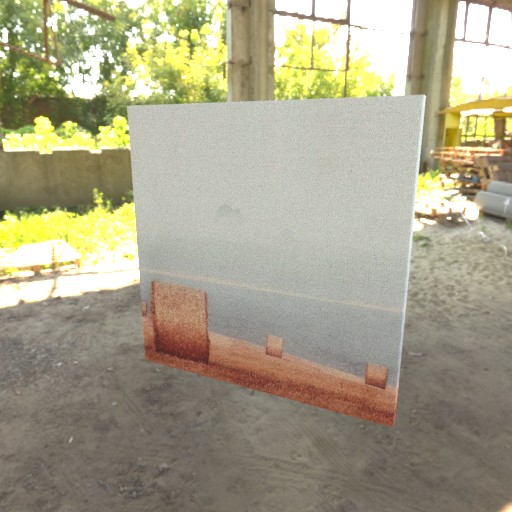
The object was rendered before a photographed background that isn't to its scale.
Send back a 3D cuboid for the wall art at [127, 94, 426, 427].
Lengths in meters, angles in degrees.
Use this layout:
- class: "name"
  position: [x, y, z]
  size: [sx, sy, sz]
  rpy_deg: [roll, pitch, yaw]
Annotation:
- class: "wall art"
  position: [0.000, 0.000, 0.615]
  size: [0.405, 0.405, 0.023]
  rpy_deg: [7, 17, 25]
